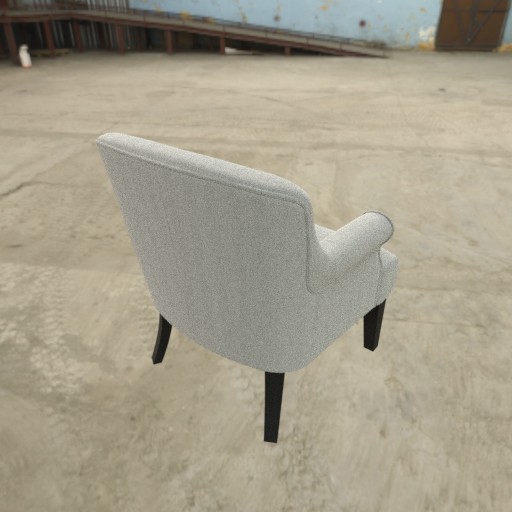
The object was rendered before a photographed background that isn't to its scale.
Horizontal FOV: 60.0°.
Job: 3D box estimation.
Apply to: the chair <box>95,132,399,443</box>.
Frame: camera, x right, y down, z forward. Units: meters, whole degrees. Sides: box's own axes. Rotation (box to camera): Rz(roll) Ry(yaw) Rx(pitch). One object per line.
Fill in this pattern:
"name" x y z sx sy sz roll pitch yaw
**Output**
"chair" 0.000 0.000 1.479 0.781 0.875 0.750 22 37 33
